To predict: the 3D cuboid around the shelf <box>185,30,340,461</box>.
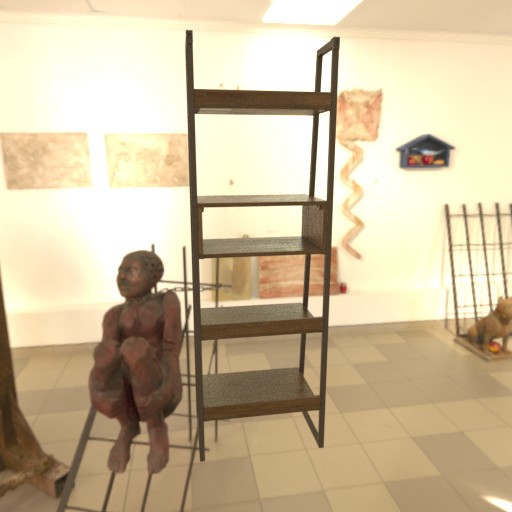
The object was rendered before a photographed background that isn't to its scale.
[{"bbox_3d":[0.000,0.000,2.281,0.652,2.005,0.454,-2,13,-10],"label":"shelf"}]
